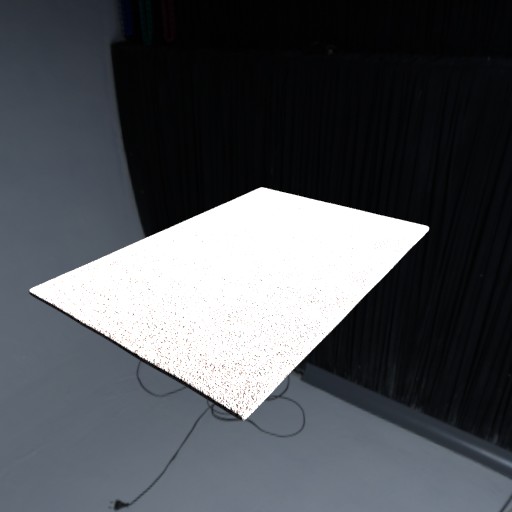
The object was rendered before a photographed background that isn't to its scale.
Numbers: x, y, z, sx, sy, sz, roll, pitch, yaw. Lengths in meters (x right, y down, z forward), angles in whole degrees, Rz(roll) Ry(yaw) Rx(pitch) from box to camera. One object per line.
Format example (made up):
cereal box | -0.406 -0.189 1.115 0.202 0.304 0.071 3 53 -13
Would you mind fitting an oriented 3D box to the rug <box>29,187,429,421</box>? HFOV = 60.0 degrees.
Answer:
rug | 0.000 0.000 2.288 1.219 0.030 1.778 19 33 32
